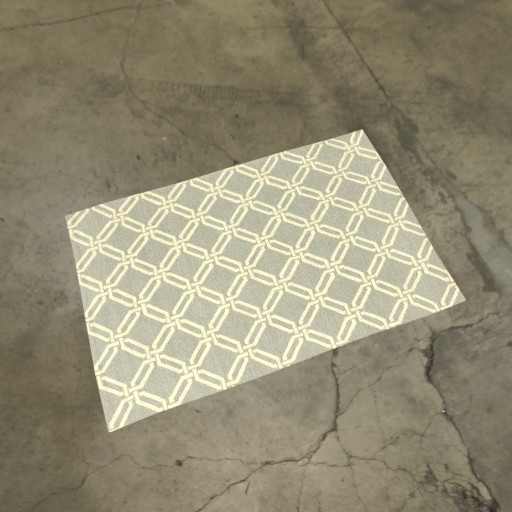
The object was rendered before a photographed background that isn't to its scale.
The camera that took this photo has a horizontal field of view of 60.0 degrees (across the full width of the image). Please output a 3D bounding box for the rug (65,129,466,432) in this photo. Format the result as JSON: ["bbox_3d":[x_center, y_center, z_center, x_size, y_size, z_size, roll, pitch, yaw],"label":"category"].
[{"bbox_3d":[0.000,0.000,2.240,1.754,0.010,1.148,-18,65,-9],"label":"rug"}]
